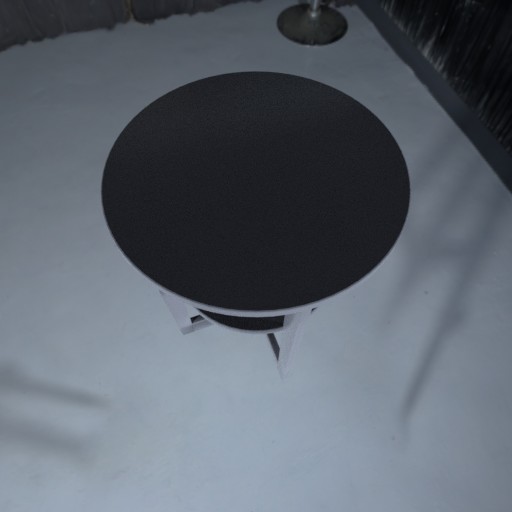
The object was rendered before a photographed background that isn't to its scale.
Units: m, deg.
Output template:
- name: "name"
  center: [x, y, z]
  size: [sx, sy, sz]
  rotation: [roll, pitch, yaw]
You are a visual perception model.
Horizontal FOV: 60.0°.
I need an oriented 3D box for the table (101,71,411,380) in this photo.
- name: "table"
  center: [0.000, 0.000, 0.960]
  size: [0.500, 0.550, 0.500]
  rotation: [0, 60, 0]
